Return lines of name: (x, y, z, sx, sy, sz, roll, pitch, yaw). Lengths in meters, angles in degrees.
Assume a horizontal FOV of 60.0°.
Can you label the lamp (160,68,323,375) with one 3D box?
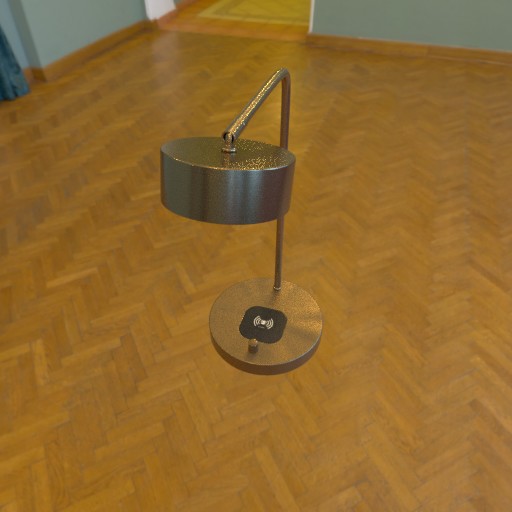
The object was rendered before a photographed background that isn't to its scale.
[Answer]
lamp: (0.000, 0.000, 0.521, 0.171, 0.380, 0.270, 12, 43, 13)
